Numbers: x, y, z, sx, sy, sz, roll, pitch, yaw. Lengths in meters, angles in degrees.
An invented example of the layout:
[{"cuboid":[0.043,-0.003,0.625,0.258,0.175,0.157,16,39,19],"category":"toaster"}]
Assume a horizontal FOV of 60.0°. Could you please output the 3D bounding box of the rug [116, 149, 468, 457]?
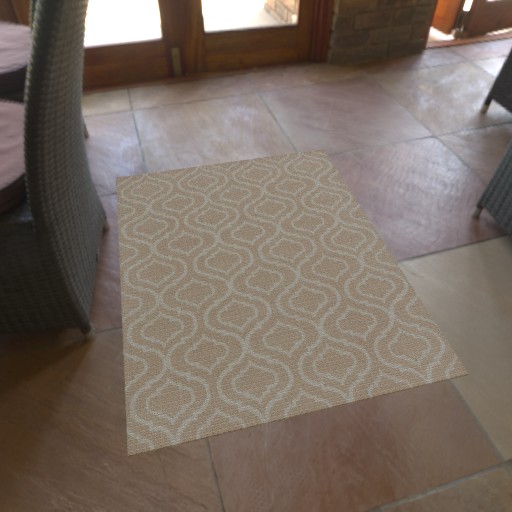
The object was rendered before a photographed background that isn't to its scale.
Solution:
[{"cuboid":[0.000,0.000,3.821,2.286,0.013,2.894,-10,47,-10],"category":"rug"}]
